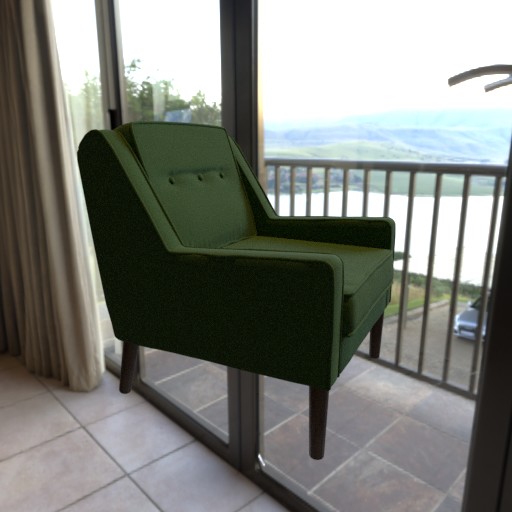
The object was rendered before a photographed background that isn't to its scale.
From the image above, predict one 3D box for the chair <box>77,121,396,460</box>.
[{"bbox_3d":[0.000,0.000,1.351,0.743,0.792,0.663,7,16,27],"label":"chair"}]
